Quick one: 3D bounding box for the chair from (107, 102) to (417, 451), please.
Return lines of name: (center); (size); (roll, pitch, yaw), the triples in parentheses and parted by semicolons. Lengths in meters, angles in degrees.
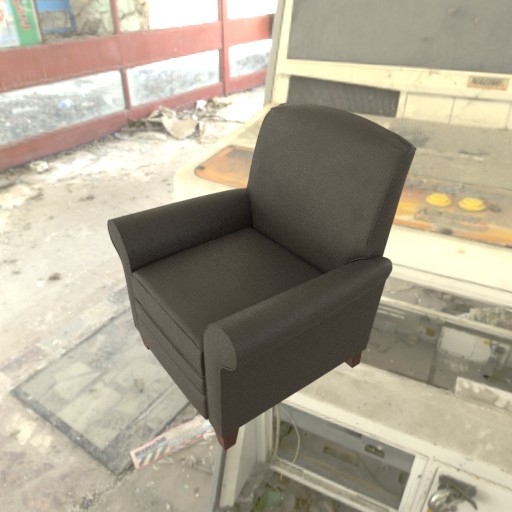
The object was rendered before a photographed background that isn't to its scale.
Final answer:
chair: (0.000, 0.000, 1.829); (0.902, 1.061, 0.978); (-22, 38, -30)
